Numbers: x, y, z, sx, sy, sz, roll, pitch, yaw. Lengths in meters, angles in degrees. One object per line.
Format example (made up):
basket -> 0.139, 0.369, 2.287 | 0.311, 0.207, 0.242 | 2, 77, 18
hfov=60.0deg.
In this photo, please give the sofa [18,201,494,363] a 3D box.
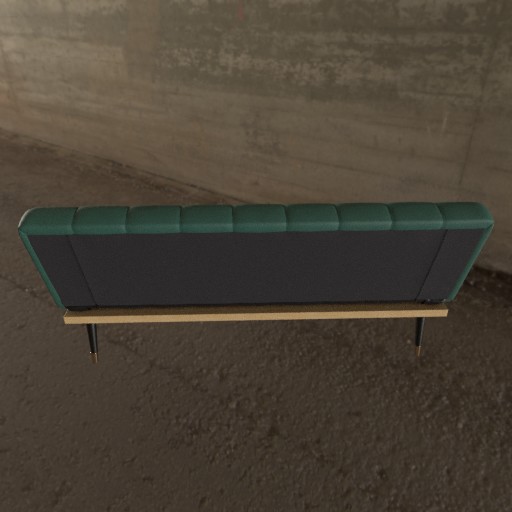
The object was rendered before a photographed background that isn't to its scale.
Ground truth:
sofa -> 0.000, 0.000, 2.200 | 1.810, 0.820, 0.830 | -1, 30, -2
